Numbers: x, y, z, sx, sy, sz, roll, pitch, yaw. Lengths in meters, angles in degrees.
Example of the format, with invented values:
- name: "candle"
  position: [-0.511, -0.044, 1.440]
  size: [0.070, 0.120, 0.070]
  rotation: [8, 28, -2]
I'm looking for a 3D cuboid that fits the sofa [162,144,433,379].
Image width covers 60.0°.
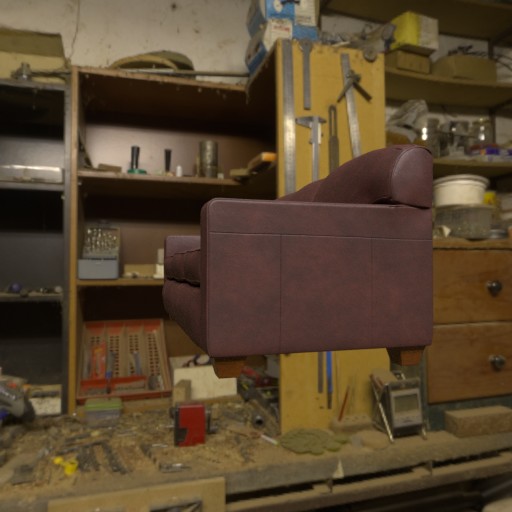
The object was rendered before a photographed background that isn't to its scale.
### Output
- name: "sofa"
  position: [0.000, 0.000, 2.660]
  size: [1.008, 0.953, 2.039]
  rotation: [0, -2, -16]
